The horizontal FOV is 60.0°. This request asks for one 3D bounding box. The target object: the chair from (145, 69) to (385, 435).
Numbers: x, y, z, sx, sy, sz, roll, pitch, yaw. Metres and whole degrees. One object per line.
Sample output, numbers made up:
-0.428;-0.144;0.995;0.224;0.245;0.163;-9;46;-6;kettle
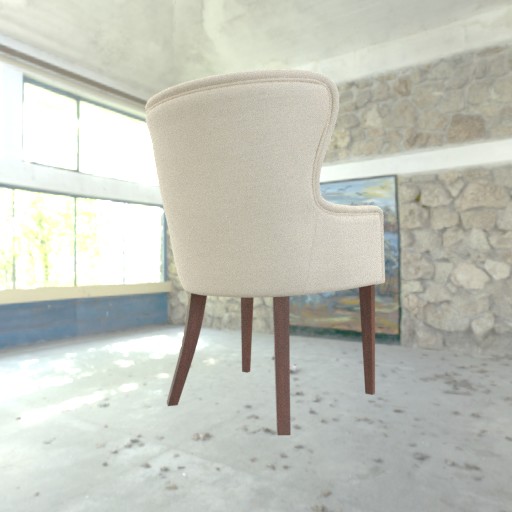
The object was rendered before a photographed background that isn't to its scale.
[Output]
0.000;0.000;1.506;0.696;0.990;0.744;-1;-1;35;chair
